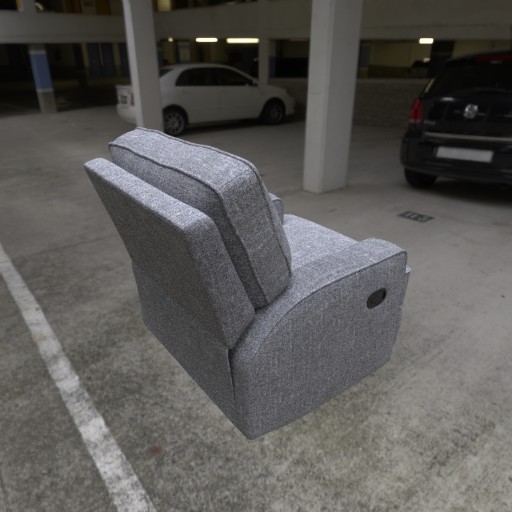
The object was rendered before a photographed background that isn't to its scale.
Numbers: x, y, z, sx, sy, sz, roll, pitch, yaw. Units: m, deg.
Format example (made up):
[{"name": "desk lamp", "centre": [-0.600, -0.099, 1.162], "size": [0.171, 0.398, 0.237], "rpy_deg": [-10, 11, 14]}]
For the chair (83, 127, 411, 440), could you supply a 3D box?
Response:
[{"name": "chair", "centre": [0.000, 0.000, 1.698], "size": [0.964, 0.962, 0.861], "rpy_deg": [-18, 32, -32]}]
